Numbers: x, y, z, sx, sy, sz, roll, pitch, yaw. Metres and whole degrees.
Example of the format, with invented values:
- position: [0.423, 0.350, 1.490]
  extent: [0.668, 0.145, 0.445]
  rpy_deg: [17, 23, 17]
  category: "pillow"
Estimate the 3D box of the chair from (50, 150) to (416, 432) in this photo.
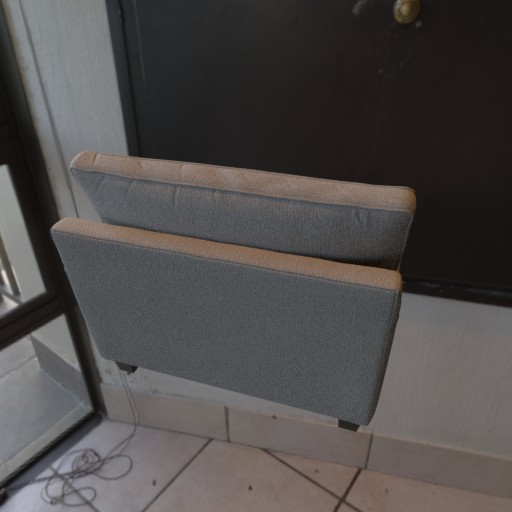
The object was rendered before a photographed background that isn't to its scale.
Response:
- position: [0.000, 0.000, 1.956]
  extent: [1.220, 1.016, 1.041]
  rpy_deg: [10, 33, 15]
  category: "chair"
